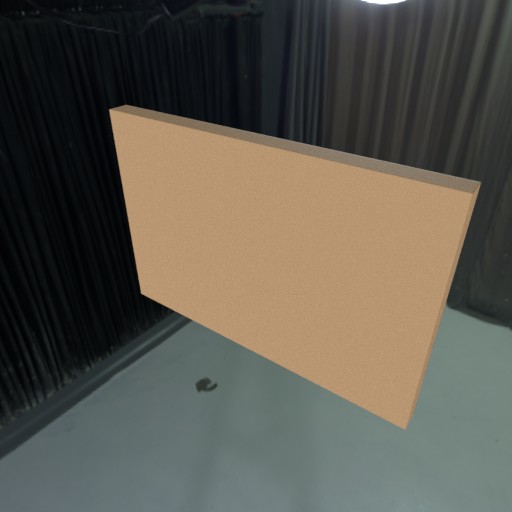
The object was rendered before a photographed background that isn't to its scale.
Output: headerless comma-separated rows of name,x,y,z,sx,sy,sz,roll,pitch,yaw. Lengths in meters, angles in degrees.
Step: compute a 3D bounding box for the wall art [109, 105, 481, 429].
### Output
wall art,0.000,0.000,0.756,0.609,0.407,0.039,21,38,29
